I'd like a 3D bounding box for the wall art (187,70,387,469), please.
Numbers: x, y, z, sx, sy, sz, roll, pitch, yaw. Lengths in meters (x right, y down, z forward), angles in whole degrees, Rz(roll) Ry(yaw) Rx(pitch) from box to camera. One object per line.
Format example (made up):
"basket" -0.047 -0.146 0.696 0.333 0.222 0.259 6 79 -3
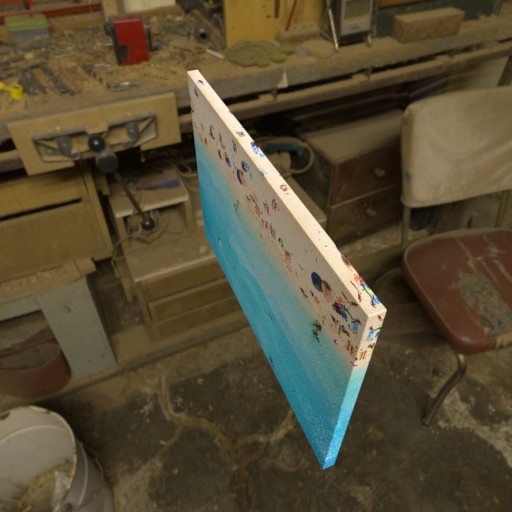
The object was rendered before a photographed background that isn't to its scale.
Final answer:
"wall art" 0.000 0.000 1.441 0.040 0.769 1.136 -17 48 -16
